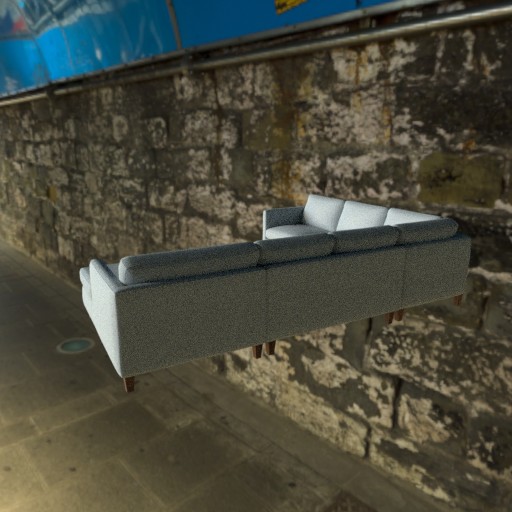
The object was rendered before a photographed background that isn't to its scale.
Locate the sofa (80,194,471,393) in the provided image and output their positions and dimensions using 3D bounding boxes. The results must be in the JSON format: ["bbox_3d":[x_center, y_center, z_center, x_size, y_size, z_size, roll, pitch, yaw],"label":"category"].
[{"bbox_3d":[0.000,0.000,4.589,3.403,0.889,2.551,-8,16,-28],"label":"sofa"}]
